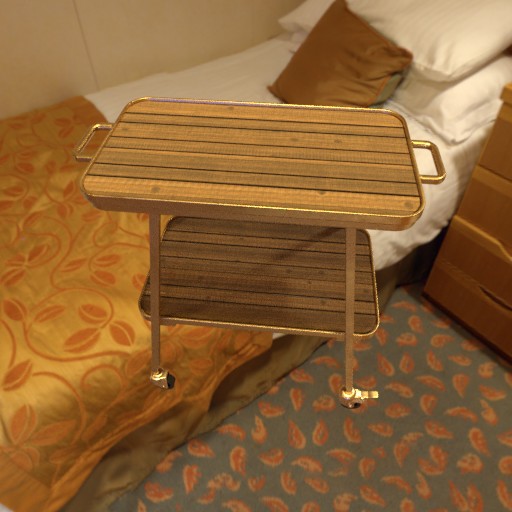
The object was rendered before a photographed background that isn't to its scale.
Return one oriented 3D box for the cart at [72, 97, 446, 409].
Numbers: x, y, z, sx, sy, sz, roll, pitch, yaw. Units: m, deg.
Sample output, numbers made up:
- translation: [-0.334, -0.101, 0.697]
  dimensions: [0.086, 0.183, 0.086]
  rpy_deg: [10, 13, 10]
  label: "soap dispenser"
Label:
- translation: [0.000, 0.000, 1.234]
  dimensions: [0.806, 0.700, 0.524]
  rpy_deg: [4, 47, 4]
  label: "cart"
